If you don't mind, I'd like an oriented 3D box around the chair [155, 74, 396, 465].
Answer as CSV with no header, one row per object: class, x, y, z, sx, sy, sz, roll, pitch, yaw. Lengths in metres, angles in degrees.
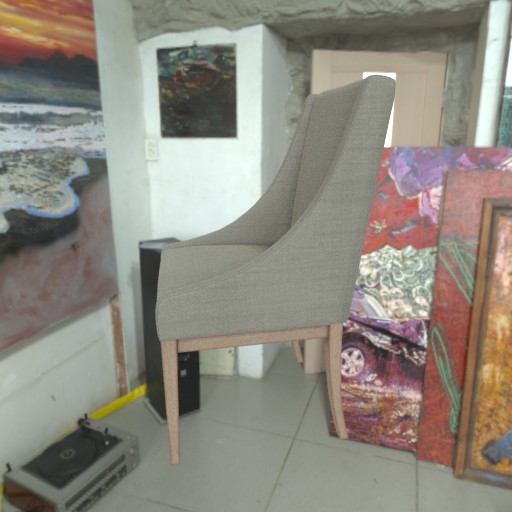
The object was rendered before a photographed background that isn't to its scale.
chair,0.000,0.000,1.398,0.611,1.021,0.575,-3,15,-10
